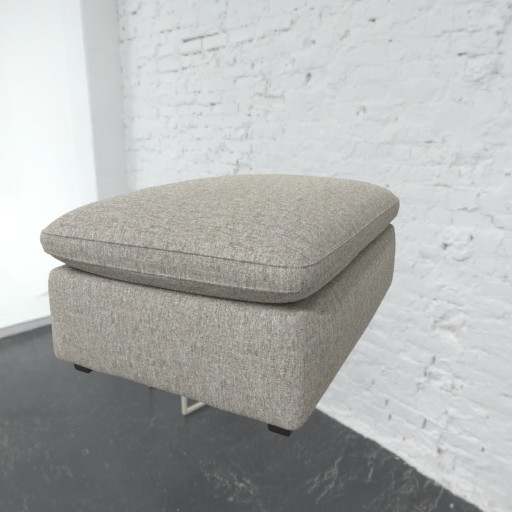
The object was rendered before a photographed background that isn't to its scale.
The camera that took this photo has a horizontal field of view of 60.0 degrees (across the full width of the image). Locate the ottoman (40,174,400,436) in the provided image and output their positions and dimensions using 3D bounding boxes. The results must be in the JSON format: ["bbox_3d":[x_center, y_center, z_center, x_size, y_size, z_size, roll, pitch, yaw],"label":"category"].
[{"bbox_3d":[0.000,0.000,1.312,0.694,0.451,0.977,8,17,25],"label":"ottoman"}]
